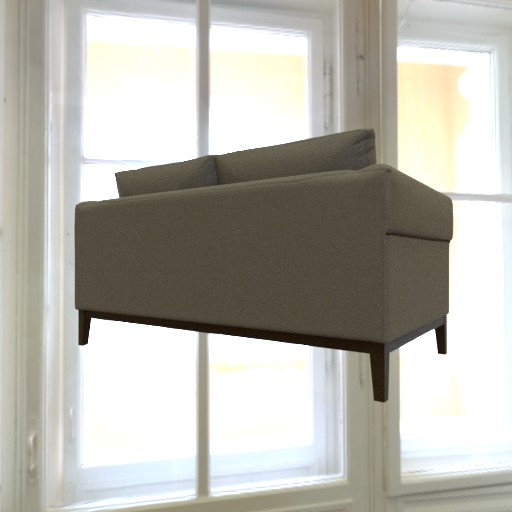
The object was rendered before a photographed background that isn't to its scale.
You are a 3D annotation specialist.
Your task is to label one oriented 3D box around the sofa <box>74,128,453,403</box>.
[{"bbox_3d":[0.000,0.000,2.095,1.598,0.873,0.899,0,-1,35],"label":"sofa"}]
